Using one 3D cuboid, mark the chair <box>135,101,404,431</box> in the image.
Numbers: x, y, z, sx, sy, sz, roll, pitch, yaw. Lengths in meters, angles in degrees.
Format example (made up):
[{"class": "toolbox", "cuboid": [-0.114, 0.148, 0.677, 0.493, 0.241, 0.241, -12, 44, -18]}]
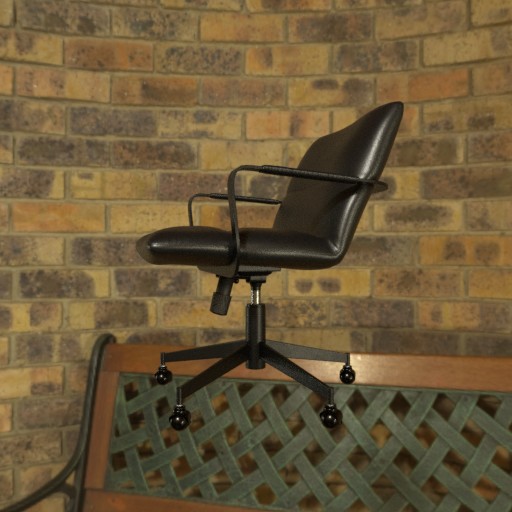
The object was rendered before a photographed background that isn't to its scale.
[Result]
[{"class": "chair", "cuboid": [0.000, 0.000, 1.459, 0.748, 0.922, 0.719, 0, 1, -18]}]
